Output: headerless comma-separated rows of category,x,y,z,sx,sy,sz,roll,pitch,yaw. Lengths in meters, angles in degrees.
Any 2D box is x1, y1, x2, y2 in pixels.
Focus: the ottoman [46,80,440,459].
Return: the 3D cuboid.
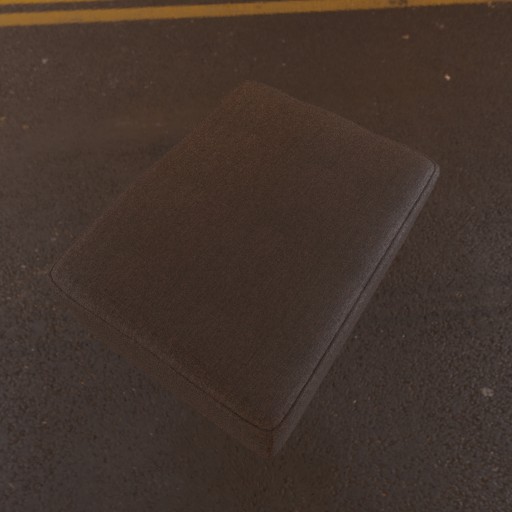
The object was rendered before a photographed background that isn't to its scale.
ottoman,0.000,0.000,1.213,0.639,0.496,0.826,30,64,16
